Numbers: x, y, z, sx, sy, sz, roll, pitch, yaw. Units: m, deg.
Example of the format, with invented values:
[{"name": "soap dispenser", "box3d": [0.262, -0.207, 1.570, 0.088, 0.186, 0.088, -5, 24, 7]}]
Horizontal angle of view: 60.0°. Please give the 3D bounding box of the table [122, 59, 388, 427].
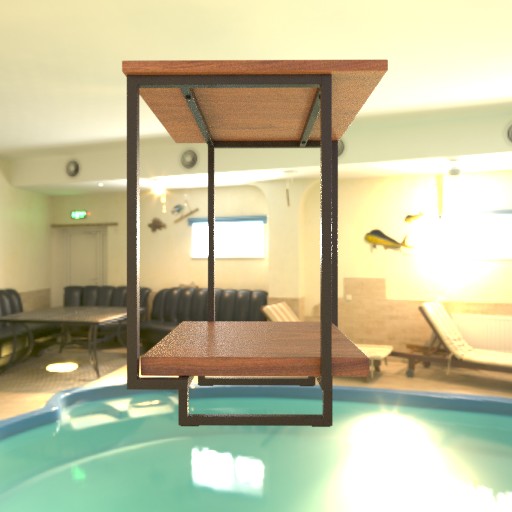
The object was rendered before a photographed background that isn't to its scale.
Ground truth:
[{"name": "table", "box3d": [0.000, 0.000, 0.844, 0.384, 0.567, 0.411, 0, 0, 1]}]
